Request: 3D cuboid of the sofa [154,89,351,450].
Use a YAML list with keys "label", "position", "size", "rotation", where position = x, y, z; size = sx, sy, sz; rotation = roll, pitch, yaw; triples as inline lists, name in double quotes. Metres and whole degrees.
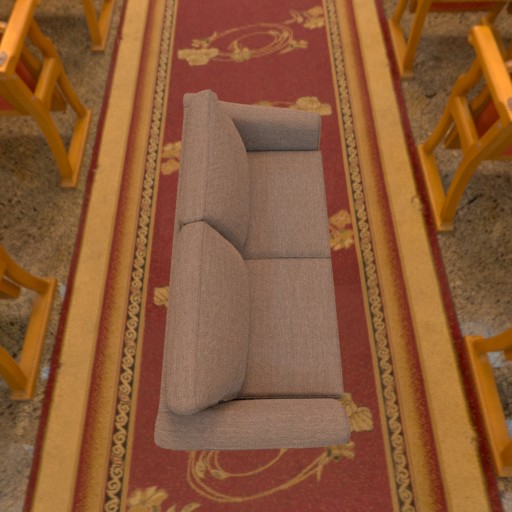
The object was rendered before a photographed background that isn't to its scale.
- label: "sofa"
  position: [0.000, 0.000, 2.804]
  size: [0.980, 0.965, 2.270]
  rotation: [0, 64, 0]
